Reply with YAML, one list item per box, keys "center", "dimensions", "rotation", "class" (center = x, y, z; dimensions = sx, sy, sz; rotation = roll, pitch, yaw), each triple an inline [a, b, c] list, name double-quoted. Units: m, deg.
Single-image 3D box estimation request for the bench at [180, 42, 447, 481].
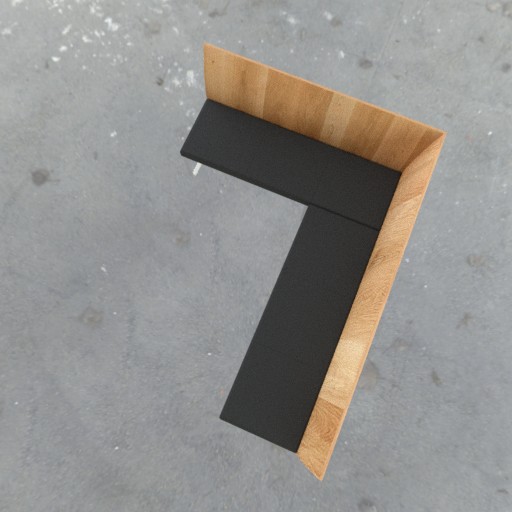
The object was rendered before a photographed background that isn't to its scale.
- center: [0.000, 0.000, 2.788]
  dimensions: [1.495, 0.930, 1.945]
  rotation: [23, 77, 5]
  class: "bench"
